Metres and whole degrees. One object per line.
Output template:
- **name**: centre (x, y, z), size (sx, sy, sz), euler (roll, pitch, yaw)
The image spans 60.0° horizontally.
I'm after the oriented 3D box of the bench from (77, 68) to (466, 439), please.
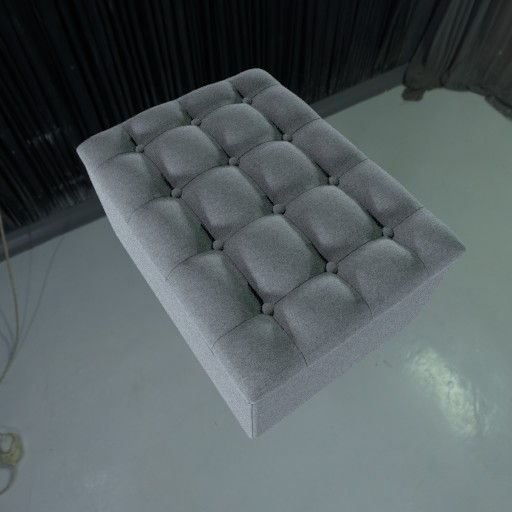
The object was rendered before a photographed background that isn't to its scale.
- **bench**: centre (0.000, 0.000, 0.913), size (0.417, 0.469, 0.572), euler (-31, 62, -18)
